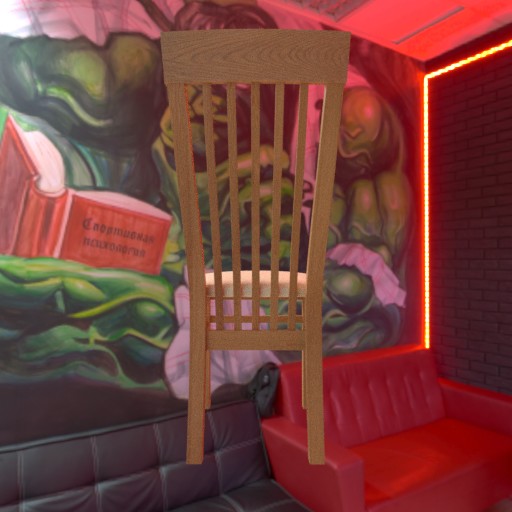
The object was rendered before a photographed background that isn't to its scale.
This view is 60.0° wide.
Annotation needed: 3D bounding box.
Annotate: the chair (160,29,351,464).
[{"bbox_3d":[0.000,0.000,1.312,0.450,1.050,0.580,0,-1,0],"label":"chair"}]
